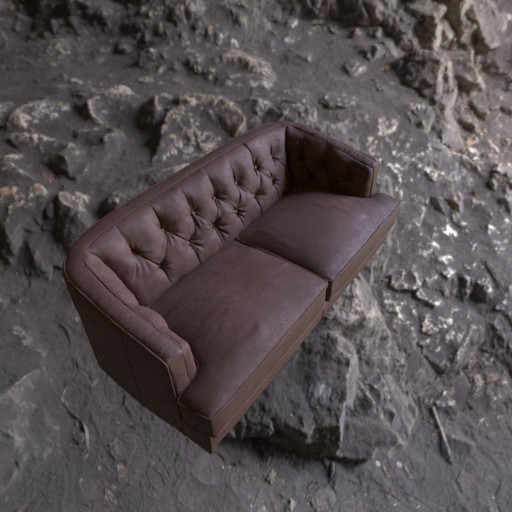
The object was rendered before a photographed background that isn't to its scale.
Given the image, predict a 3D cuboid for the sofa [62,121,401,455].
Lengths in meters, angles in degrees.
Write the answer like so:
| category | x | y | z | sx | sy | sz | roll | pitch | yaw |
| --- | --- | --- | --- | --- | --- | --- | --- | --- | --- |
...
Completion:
| category | x | y | z | sx | sy | sz | roll | pitch | yaw |
| --- | --- | --- | --- | --- | --- | --- | --- | --- | --- |
| sofa | 0.000 | 0.000 | 2.333 | 0.917 | 0.799 | 1.767 | 26 | 47 | 26 |
